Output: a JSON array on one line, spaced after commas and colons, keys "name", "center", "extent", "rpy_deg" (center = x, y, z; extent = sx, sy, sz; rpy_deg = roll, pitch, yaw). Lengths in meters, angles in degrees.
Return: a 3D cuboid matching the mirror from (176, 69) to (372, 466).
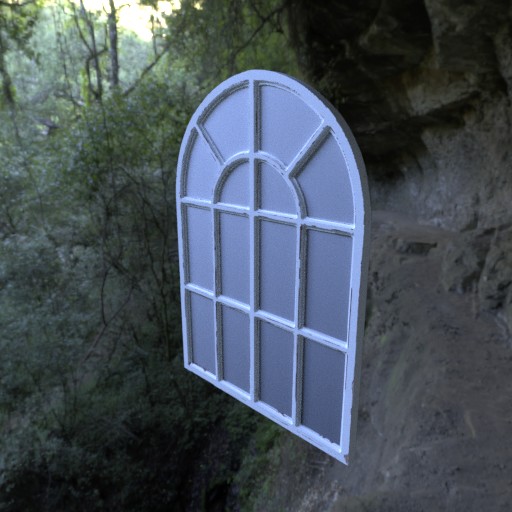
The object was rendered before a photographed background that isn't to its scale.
[{"name": "mirror", "center": [0.000, 0.000, 1.183], "extent": [0.660, 0.920, 0.032], "rpy_deg": [15, 22, 43]}]
